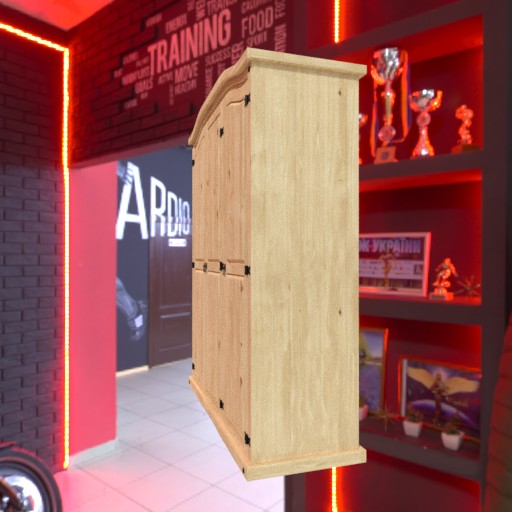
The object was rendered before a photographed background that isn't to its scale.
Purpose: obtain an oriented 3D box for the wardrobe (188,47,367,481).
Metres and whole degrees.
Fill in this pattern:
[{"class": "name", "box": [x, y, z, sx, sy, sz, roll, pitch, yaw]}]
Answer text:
[{"class": "wardrobe", "box": [0.000, 0.000, 2.632, 0.570, 1.870, 1.500, 0, 0, -18]}]
